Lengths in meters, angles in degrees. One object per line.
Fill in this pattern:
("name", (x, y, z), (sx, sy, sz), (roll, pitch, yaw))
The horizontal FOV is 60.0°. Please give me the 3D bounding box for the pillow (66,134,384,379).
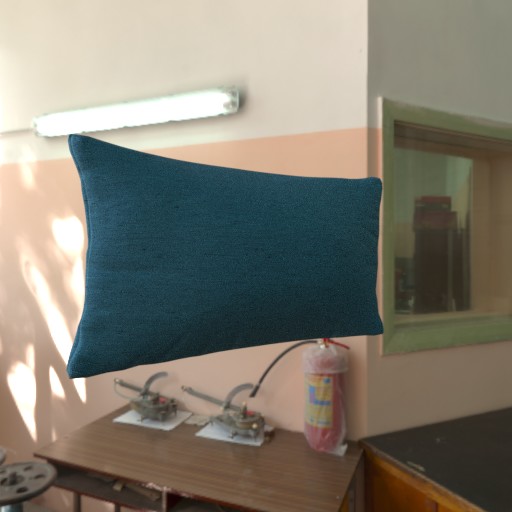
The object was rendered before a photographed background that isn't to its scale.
("pillow", (0.000, 0.000, 0.786), (0.633, 0.338, 0.210), (0, 0, -34))
